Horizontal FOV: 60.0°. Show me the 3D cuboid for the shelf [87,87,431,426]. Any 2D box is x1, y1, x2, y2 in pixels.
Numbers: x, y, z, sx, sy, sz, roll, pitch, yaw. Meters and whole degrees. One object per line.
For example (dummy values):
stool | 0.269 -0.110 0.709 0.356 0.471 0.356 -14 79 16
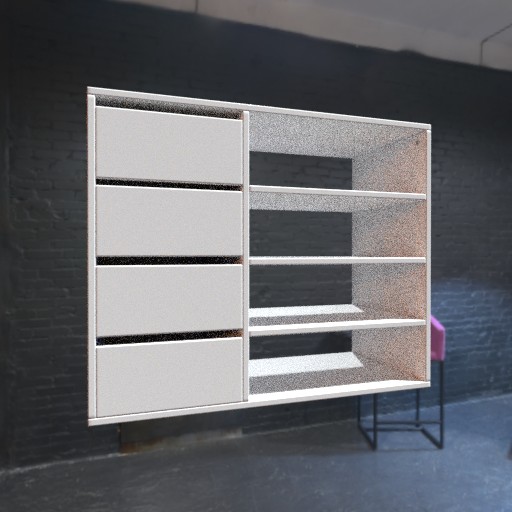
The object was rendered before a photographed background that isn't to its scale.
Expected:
shelf | 0.000 0.000 1.281 0.895 0.732 0.396 0 0 -18
